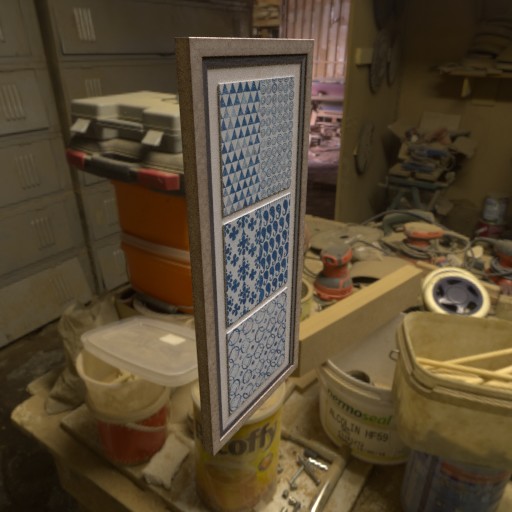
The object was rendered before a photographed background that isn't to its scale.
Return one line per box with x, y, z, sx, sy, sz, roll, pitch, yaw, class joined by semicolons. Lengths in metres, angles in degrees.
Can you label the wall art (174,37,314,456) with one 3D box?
0.000;0.000;1.659;0.051;1.461;0.648;17;30;31;wall art
